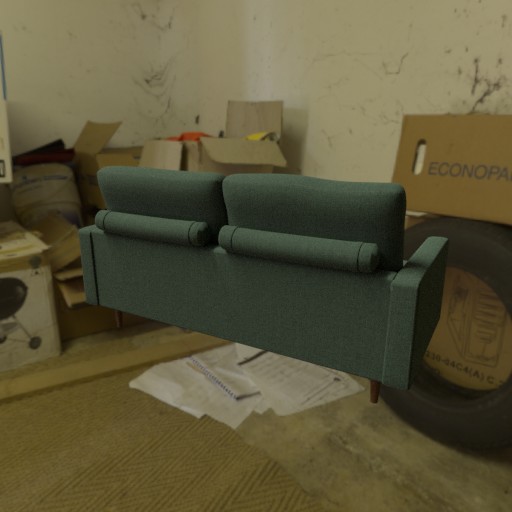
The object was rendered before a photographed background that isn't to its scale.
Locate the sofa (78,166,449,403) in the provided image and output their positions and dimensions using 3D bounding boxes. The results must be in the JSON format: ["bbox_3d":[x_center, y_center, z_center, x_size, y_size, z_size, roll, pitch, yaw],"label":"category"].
[{"bbox_3d":[0.000,0.000,2.639,2.010,1.050,0.966,9,18,29],"label":"sofa"}]
